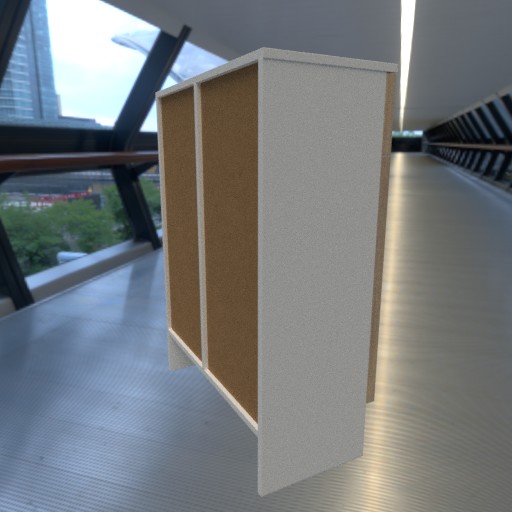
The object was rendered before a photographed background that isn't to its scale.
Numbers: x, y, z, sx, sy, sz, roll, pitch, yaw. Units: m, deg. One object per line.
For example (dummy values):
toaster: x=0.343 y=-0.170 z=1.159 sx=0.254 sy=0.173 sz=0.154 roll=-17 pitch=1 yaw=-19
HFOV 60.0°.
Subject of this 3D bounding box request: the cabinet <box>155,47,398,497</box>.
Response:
cabinet: x=0.000 y=0.000 z=1.100 sx=0.296 sy=0.815 sz=0.600 roll=-7 pitch=15 yaw=-27
